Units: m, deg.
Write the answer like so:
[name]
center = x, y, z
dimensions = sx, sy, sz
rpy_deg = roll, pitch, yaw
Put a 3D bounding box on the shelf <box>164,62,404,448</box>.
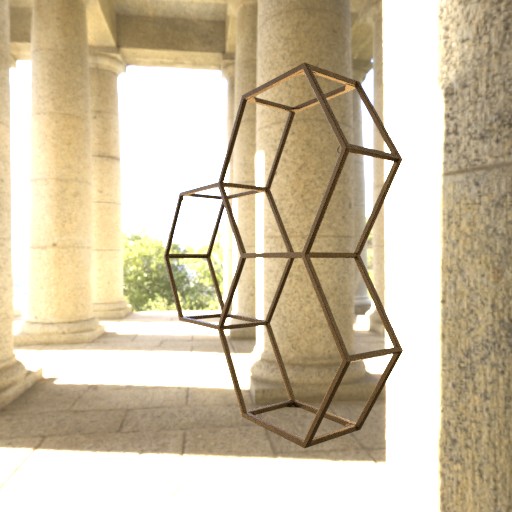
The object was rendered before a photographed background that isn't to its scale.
[shelf]
center = 0.000, 0.000, 1.053
dimensions = 0.150, 0.701, 0.708
rpy_deg = 0, -1, -36
